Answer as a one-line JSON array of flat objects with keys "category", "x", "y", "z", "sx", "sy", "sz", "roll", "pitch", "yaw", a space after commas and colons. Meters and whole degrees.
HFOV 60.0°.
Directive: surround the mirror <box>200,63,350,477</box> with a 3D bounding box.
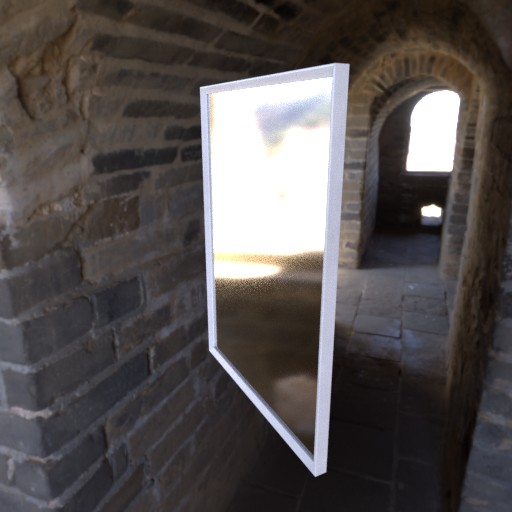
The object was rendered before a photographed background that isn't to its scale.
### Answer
[{"category": "mirror", "x": 0.000, "y": 0.000, "z": 1.362, "sx": 0.041, "sy": 1.016, "sz": 0.762, "roll": -9, "pitch": 19, "yaw": -26}]
